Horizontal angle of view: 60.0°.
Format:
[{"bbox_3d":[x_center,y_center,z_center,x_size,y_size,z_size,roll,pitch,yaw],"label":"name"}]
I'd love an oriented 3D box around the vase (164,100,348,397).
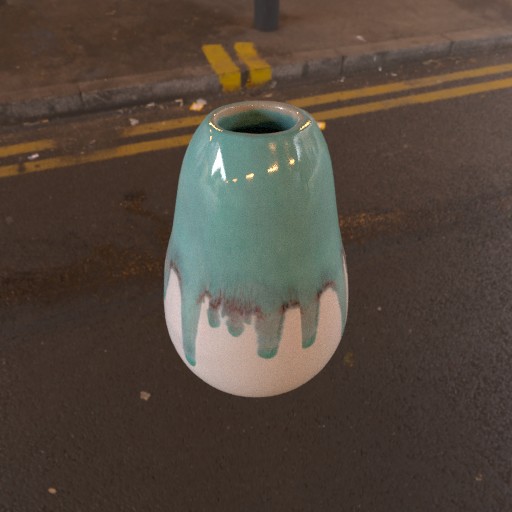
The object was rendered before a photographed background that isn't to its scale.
[{"bbox_3d":[0.000,0.000,0.256,0.116,0.179,0.116,0,45,0],"label":"vase"}]
